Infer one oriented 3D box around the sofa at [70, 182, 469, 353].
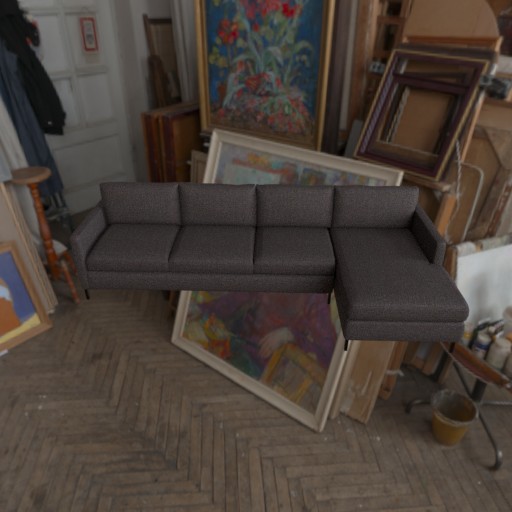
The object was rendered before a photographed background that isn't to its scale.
[{"bbox_3d":[0.000,0.000,3.908,3.221,0.892,1.483,1,31,2],"label":"sofa"}]
